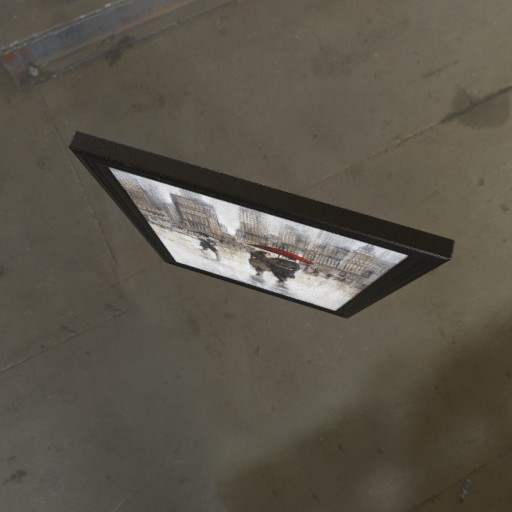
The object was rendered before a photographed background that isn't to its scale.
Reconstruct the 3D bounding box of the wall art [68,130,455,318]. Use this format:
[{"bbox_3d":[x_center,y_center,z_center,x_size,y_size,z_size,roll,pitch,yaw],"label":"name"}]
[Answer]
[{"bbox_3d":[0.000,0.000,1.630,0.950,1.194,0.053,17,76,4],"label":"wall art"}]
